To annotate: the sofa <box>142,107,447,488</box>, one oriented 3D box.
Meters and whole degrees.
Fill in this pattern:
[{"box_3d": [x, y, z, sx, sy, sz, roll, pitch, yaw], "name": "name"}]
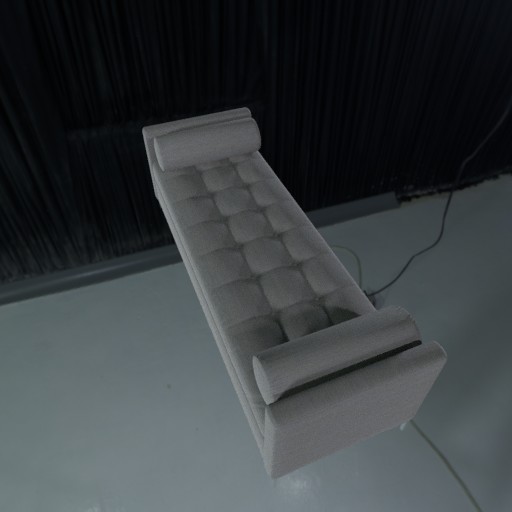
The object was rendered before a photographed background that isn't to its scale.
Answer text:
[{"box_3d": [0.000, 0.000, 2.330, 0.686, 0.635, 1.981, -16, 48, -15], "name": "sofa"}]
